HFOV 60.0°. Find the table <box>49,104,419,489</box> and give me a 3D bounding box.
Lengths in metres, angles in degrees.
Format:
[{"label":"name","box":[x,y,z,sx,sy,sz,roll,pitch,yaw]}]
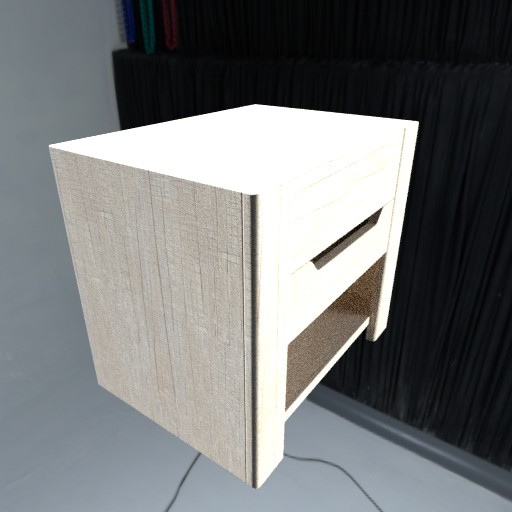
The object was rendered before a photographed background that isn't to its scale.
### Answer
[{"label":"table","box":[0.000,0.000,0.929,0.420,0.510,0.570,18,32,32]}]
